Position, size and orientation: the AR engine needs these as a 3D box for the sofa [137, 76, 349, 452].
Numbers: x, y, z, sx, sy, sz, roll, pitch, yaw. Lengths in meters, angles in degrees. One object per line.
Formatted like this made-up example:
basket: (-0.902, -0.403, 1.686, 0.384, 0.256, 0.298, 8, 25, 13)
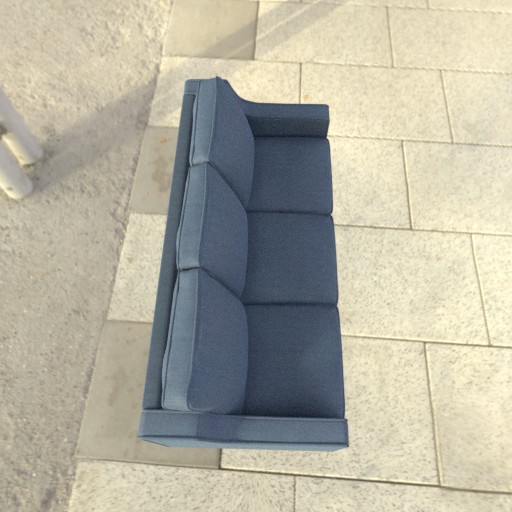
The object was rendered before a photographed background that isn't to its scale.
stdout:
sofa: (0.000, 0.000, 2.504, 0.911, 0.974, 1.986, 1, 64, 1)
